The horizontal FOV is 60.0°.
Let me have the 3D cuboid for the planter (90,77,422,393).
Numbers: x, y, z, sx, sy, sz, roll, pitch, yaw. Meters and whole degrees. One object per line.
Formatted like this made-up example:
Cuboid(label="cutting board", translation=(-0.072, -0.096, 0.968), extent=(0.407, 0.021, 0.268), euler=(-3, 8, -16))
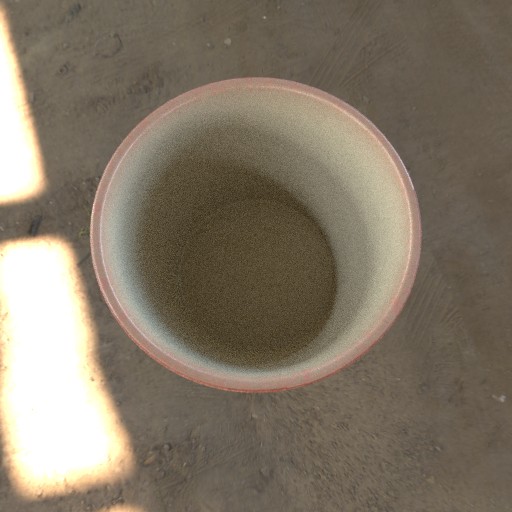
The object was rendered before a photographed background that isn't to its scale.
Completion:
Cuboid(label="planter", translation=(0.000, 0.000, 0.478), extent=(0.273, 0.237, 0.273), euler=(0, 75, 0))
